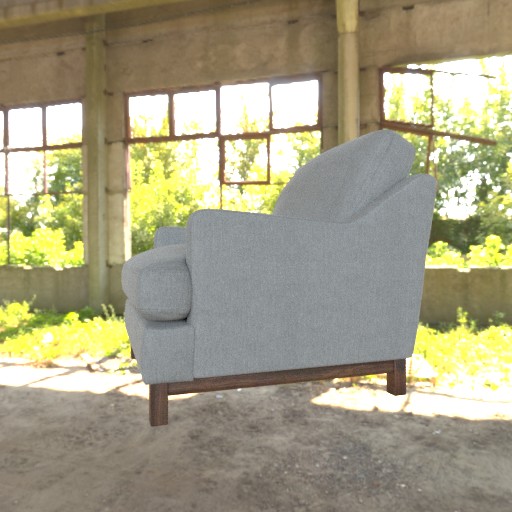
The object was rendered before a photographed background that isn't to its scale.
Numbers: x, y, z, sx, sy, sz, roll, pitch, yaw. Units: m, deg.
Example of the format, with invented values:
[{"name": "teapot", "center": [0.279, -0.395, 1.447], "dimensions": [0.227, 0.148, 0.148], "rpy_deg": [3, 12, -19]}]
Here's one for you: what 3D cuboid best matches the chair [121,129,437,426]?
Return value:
[{"name": "chair", "center": [0.000, 0.000, 1.563], "dimensions": [0.892, 0.821, 0.826], "rpy_deg": [0, 0, -19]}]
